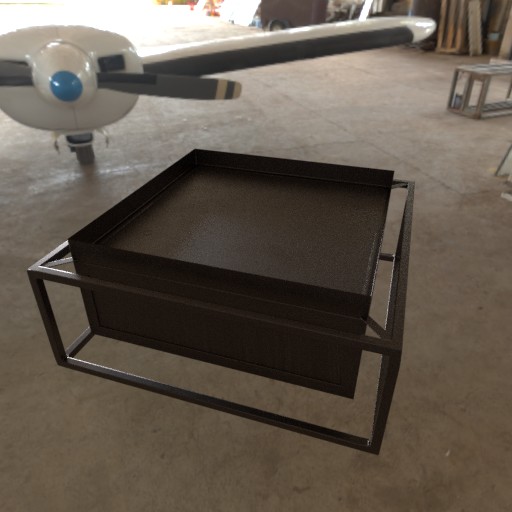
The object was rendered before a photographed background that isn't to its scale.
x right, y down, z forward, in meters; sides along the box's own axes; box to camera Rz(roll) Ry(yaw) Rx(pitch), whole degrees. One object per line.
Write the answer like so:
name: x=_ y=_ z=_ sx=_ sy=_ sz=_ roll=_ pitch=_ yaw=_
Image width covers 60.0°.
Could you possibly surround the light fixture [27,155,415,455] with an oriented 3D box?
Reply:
light fixture: x=0.000 y=0.000 z=0.691 sx=0.441 sy=0.191 sz=0.441 roll=10 pitch=33 yaw=16
